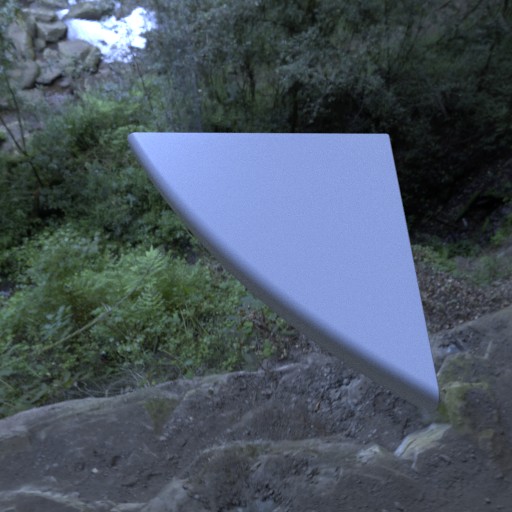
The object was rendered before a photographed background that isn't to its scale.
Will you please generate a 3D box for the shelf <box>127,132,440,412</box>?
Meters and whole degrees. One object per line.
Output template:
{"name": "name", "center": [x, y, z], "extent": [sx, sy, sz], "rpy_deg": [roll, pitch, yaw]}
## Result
{"name": "shelf", "center": [0.000, 0.000, 0.460], "extent": [0.310, 0.050, 0.310], "rpy_deg": [0, 58, 0]}
